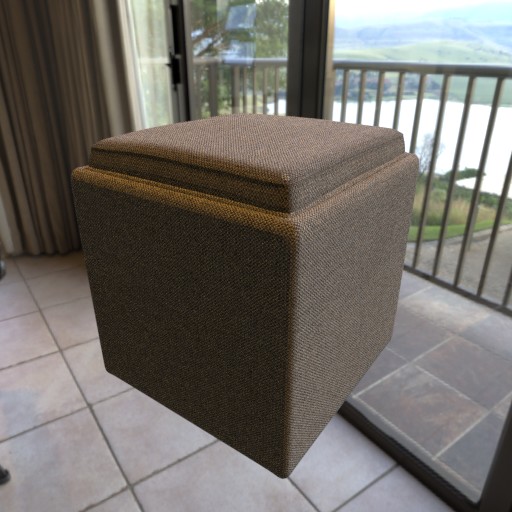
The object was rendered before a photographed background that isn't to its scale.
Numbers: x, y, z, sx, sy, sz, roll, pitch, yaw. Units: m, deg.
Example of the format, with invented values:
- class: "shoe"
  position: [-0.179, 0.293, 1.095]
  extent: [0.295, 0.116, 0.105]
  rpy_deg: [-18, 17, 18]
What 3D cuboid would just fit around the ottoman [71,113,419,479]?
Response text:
- class: "ottoman"
  position: [0.000, 0.000, 0.846]
  extent: [0.436, 0.487, 0.454]
  rpy_deg: [17, 30, 32]
